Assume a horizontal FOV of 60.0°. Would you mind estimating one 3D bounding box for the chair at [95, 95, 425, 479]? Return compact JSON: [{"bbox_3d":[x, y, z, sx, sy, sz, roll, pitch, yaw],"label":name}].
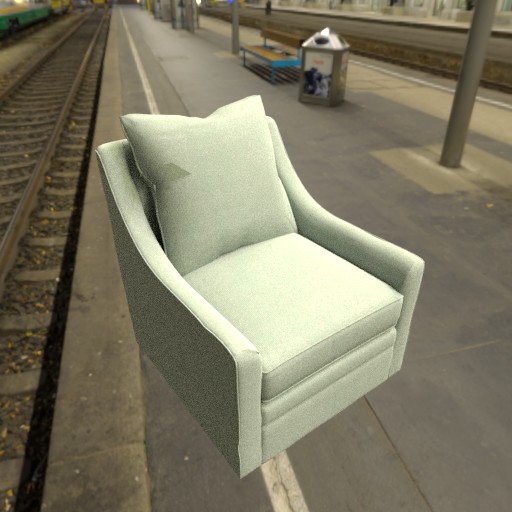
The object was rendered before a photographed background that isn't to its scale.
[{"bbox_3d":[0.000,0.000,1.574,0.760,0.926,0.870,-21,36,-31],"label":"chair"}]
